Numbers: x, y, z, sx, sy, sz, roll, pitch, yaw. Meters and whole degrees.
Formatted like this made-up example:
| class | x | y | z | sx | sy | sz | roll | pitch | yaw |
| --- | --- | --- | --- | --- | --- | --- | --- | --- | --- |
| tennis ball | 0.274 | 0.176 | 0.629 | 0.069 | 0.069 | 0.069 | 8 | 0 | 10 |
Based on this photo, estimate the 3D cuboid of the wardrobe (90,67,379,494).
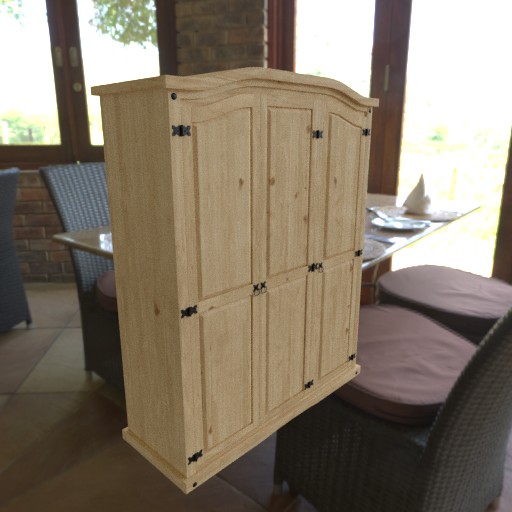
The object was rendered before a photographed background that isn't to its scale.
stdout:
| class | x | y | z | sx | sy | sz | roll | pitch | yaw |
| --- | --- | --- | --- | --- | --- | --- | --- | --- | --- |
| wardrobe | 0.000 | 0.000 | 2.495 | 0.570 | 1.870 | 1.500 | 14 | 21 | 42 |
